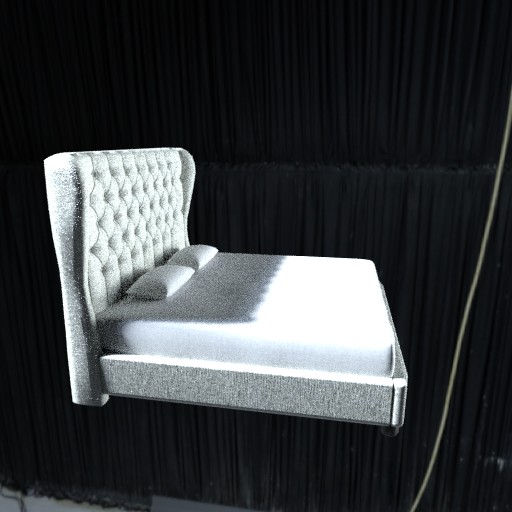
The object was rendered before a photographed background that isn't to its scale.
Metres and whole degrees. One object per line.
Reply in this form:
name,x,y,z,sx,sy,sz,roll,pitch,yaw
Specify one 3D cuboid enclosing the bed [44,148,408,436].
bed,0.000,0.000,3.817,2.347,1.771,2.219,3,15,10
